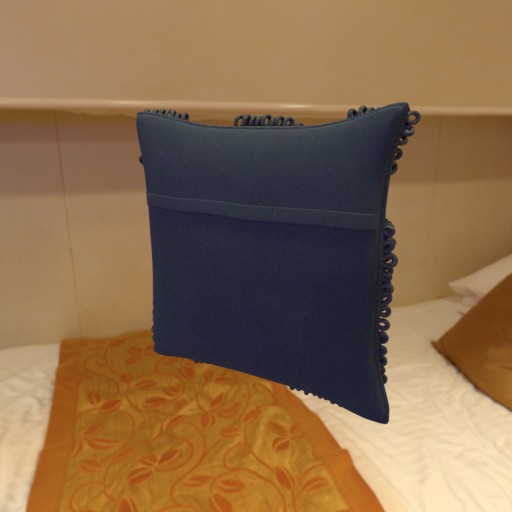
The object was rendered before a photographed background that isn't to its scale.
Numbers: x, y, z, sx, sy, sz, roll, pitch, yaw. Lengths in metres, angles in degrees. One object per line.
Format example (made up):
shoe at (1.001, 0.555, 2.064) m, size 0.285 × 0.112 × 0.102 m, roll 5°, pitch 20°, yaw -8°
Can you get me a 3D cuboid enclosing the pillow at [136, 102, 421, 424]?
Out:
pillow at (0.000, 0.000, 0.724) m, size 0.469 × 0.466 × 0.172 m, roll 9°, pitch 19°, yaw 27°
